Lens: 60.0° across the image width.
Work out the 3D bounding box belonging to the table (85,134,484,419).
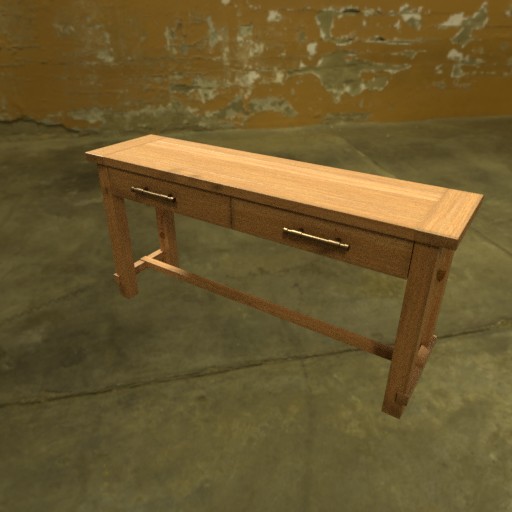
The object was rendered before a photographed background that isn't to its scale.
[{"bbox_3d":[0.000,0.000,1.935,1.599,0.762,0.442,18,33,29],"label":"table"}]
